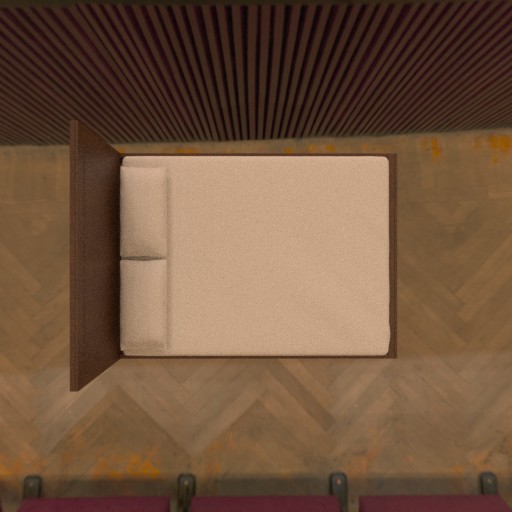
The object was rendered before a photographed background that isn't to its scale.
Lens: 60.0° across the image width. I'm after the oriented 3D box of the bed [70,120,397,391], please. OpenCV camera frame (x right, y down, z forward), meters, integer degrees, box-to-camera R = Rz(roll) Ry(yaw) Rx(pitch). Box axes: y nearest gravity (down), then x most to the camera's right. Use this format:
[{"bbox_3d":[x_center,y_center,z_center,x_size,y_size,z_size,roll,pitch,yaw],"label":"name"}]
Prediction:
[{"bbox_3d":[0.000,0.000,3.224,2.221,1.169,1.613,0,90,0],"label":"bed"}]
